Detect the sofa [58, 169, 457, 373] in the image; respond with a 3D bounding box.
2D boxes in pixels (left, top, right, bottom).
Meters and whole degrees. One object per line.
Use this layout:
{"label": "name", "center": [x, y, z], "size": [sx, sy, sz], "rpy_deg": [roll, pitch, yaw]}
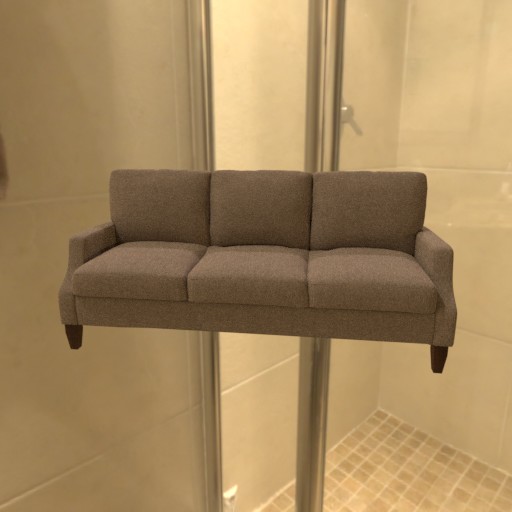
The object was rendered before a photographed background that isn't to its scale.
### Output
{"label": "sofa", "center": [0.000, 0.000, 2.659], "size": [2.115, 0.984, 0.888], "rpy_deg": [2, 15, 8]}
